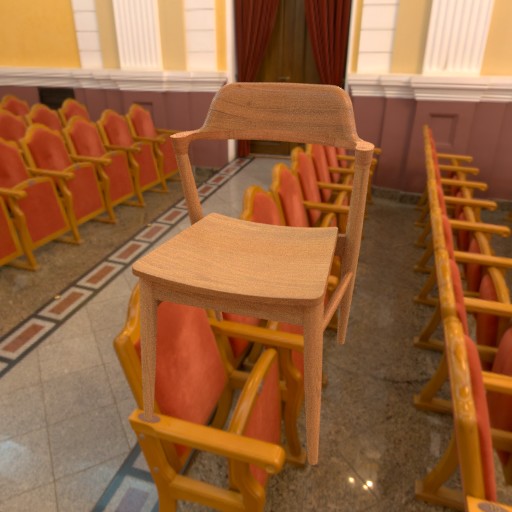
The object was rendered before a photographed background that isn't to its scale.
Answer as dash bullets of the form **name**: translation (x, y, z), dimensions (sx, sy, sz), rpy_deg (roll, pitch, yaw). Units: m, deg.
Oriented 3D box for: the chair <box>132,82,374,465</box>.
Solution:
- **chair**: translation (0.000, 0.000, 1.133), dimensions (0.512, 0.792, 0.499), rpy_deg (8, 27, 16)
